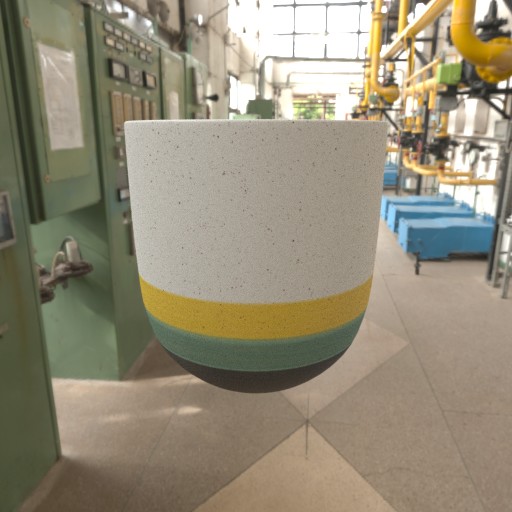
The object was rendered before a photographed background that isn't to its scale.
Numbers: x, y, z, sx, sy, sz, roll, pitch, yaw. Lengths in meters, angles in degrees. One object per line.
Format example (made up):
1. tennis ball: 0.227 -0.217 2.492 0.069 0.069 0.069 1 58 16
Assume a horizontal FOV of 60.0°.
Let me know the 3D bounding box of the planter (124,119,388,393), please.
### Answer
1. planter: 0.000 0.000 0.369 0.195 0.214 0.195 0 16 0
